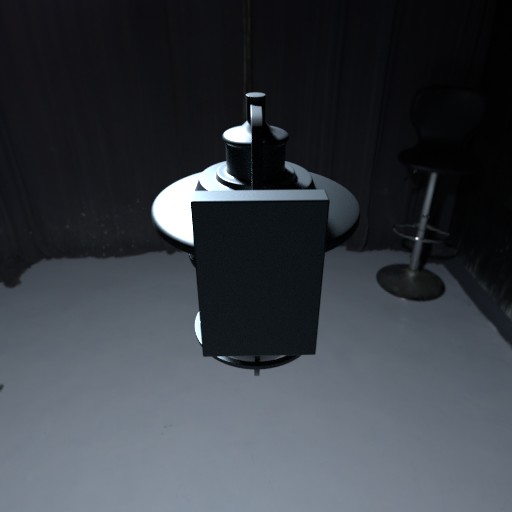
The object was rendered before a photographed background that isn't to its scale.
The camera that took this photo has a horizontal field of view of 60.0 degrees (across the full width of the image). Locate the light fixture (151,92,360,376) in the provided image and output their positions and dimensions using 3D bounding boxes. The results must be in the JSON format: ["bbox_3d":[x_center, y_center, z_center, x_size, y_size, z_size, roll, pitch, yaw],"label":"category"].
[{"bbox_3d":[0.000,0.000,0.501,0.222,0.345,0.252,-1,31,-1],"label":"light fixture"}]
